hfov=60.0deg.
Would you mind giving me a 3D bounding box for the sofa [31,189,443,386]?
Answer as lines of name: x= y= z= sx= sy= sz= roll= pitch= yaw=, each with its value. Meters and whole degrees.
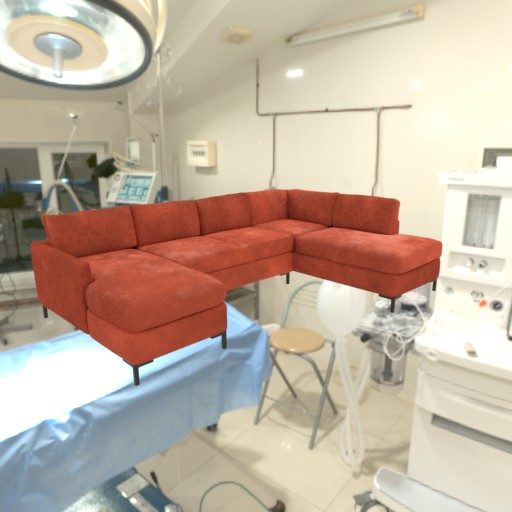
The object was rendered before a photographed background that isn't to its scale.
sofa: x=0.000 y=0.000 z=3.765 sx=2.971 sy=0.858 sz=1.981 roll=-14 pitch=20 yaw=-43
